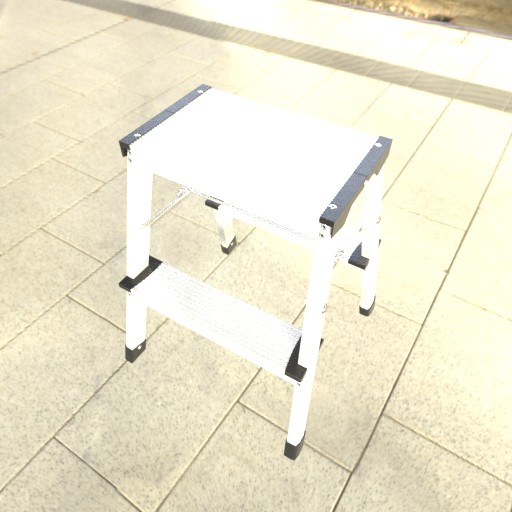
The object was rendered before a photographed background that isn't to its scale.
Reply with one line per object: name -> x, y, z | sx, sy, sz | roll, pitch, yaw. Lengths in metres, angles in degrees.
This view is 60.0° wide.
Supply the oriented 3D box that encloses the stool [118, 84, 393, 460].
stool -> 0.000, 0.000, 0.801 | 0.404, 0.480, 0.405 | 24, 51, 21
